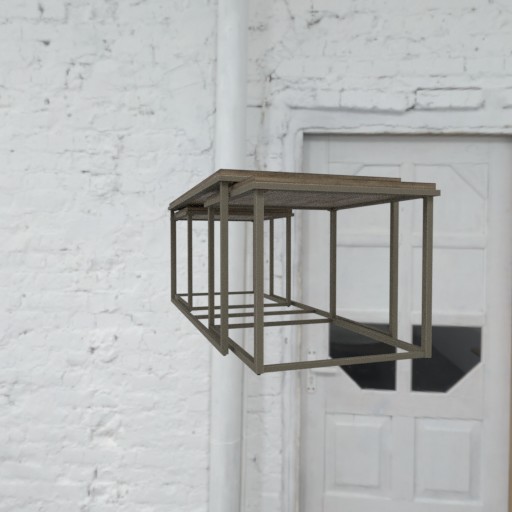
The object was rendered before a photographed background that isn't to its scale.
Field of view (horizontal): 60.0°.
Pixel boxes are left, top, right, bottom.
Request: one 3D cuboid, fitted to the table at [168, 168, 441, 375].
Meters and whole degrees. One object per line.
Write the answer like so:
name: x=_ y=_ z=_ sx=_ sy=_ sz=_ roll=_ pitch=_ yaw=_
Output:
table: x=0.000 y=0.000 z=1.536 sx=0.489 sy=0.427 sz=1.312 roll=-1 pitch=2 yaw=-18
